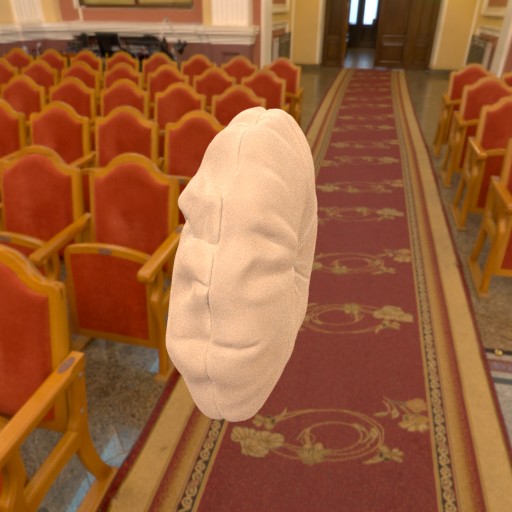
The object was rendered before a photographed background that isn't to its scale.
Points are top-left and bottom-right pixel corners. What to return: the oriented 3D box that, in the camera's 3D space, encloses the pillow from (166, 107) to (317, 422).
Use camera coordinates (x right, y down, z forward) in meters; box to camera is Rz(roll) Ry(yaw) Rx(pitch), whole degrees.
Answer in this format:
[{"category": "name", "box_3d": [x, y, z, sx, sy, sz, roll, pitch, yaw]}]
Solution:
[{"category": "pillow", "box_3d": [0.000, 0.000, 0.642, 0.148, 0.407, 0.428, 7, 30, 12]}]
